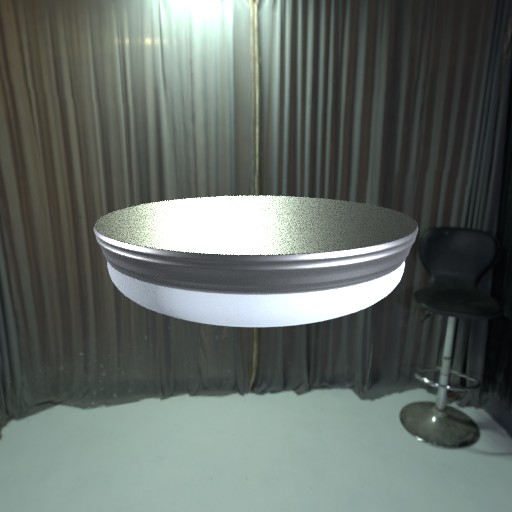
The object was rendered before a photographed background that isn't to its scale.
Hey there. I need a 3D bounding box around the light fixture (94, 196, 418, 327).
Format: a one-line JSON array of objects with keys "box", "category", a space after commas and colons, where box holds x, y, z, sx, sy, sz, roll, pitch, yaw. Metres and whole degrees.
[{"box": [0.000, 0.000, 0.545, 0.368, 0.100, 0.368, 0, 15, 0], "category": "light fixture"}]
